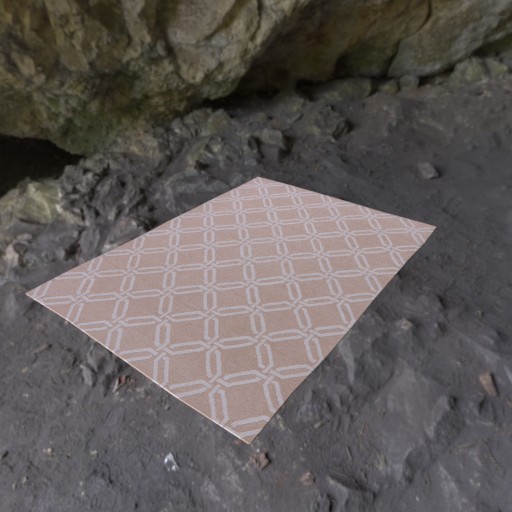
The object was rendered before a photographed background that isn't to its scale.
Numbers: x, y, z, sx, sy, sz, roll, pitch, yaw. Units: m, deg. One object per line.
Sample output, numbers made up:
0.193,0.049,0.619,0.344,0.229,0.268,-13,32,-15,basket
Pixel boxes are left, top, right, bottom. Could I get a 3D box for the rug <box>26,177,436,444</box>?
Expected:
0.000,0.000,4.309,2.452,0.020,3.365,22,38,31,rug
